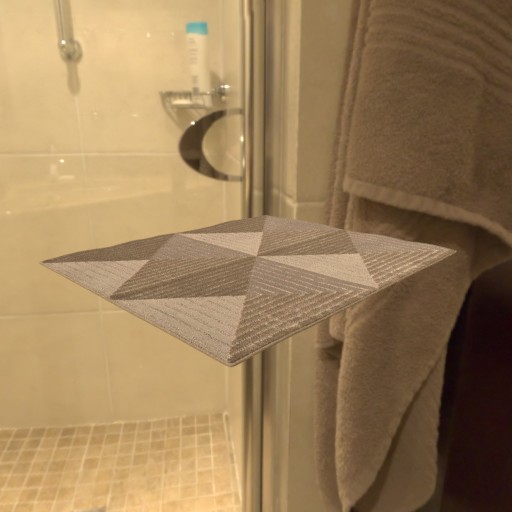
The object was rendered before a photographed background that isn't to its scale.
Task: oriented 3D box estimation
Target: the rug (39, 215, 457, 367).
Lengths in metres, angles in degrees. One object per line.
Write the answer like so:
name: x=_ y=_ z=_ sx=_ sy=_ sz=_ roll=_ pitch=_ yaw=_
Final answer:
rug: x=0.000 y=0.000 z=0.883 sx=0.551 sy=0.008 sz=0.642 roll=16 pitch=23 yaw=42
